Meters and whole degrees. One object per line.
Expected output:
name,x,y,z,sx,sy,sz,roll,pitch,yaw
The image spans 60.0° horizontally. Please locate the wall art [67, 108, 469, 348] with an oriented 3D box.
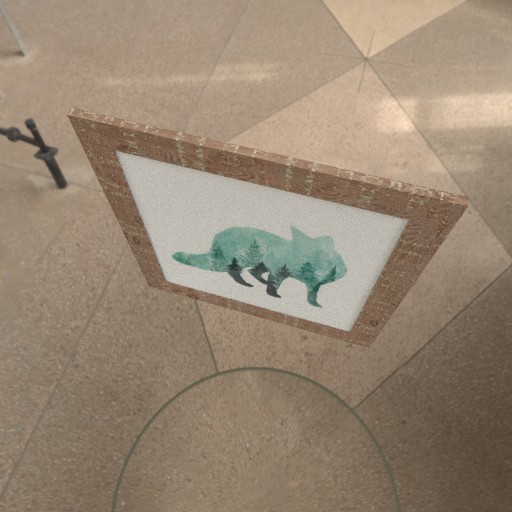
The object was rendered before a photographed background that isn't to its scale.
wall art,0.000,0.000,0.577,0.384,0.384,0.012,15,61,8
